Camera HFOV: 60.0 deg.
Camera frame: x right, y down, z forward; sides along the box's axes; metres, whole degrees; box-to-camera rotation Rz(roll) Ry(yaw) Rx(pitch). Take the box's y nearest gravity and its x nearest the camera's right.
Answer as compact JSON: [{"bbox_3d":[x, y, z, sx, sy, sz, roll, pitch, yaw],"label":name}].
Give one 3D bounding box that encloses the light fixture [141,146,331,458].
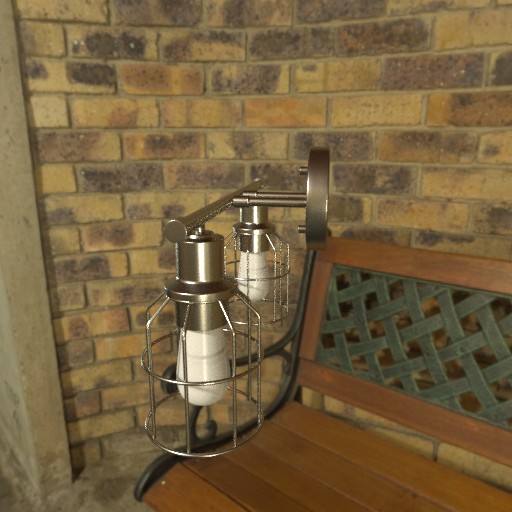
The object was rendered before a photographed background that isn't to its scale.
[{"bbox_3d":[0.000,0.000,0.528,0.165,0.254,0.406,2,14,9],"label":"light fixture"}]
